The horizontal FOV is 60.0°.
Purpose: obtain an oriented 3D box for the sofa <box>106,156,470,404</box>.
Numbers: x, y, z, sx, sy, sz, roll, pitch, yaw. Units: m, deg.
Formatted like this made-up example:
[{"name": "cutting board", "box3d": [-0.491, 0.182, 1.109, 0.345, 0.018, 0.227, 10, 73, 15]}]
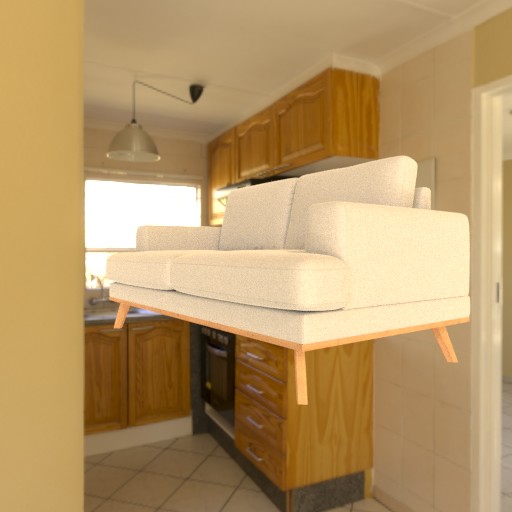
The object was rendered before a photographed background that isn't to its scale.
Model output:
[{"name": "sofa", "box3d": [0.000, 0.000, 2.090, 0.915, 0.810, 1.651, 0, 1, -36]}]
